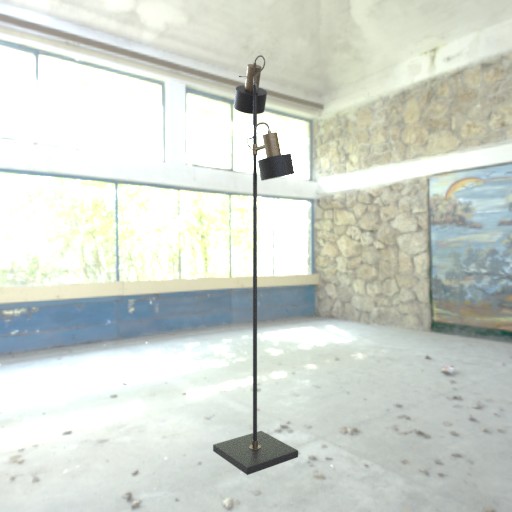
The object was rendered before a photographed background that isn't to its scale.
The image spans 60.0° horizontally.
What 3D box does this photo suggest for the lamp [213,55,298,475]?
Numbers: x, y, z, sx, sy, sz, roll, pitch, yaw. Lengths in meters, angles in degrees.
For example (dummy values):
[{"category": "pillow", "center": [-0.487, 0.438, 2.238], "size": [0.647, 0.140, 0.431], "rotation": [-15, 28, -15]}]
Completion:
[{"category": "lamp", "center": [0.000, 0.000, 1.677], "size": [0.233, 1.505, 0.315], "rotation": [0, 0, -36]}]
